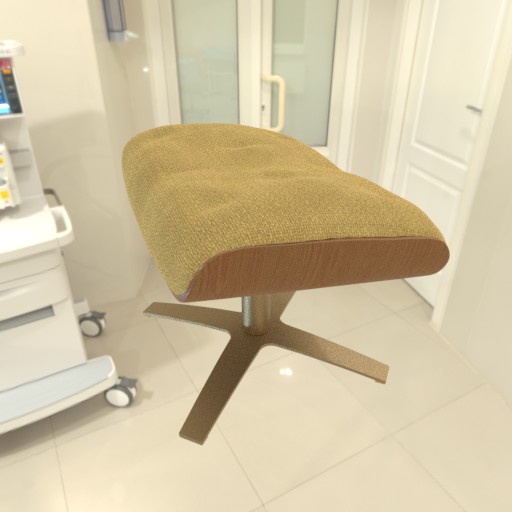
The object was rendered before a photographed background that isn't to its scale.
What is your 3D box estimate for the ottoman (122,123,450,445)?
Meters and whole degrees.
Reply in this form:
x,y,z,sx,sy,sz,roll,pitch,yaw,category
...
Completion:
x,y,z,sx,sy,sz,roll,pitch,yaw,category
0.000,0.000,0.796,0.394,0.391,0.520,-11,32,-19,ottoman
